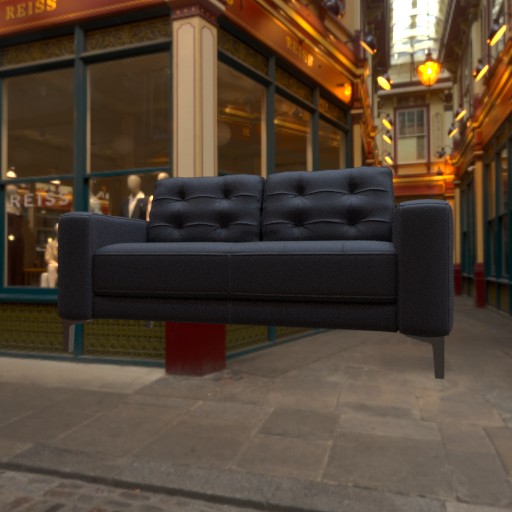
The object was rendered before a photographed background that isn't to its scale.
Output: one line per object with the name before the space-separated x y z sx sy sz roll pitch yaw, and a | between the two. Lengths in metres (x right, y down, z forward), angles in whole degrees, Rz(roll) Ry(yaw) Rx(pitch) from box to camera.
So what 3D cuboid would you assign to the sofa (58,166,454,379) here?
sofa | 0.000 0.000 2.202 1.726 0.893 0.833 0 0 16
